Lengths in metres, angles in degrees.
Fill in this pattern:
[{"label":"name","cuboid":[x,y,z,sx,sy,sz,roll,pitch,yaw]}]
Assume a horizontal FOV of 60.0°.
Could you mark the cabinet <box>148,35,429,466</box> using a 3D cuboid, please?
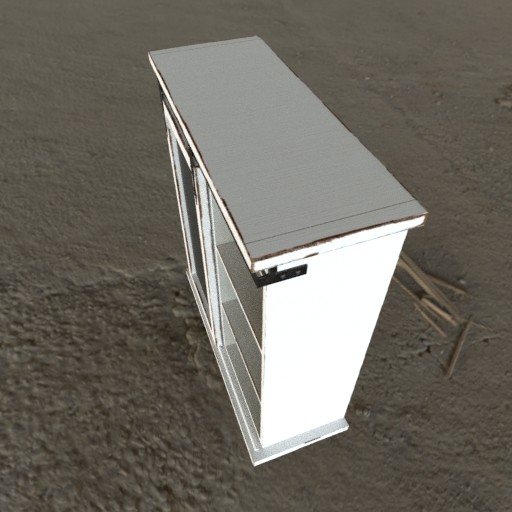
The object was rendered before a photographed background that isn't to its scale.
[{"label":"cabinet","cuboid":[0.000,0.000,0.859,0.210,0.603,0.541,-15,49,-14]}]
